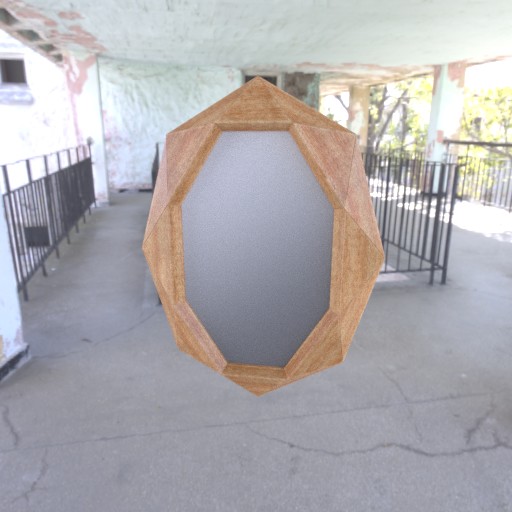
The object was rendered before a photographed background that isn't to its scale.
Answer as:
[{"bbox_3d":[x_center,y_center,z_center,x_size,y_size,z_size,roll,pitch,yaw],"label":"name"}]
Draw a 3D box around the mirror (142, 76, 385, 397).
[{"bbox_3d":[0.000,0.000,1.014,0.577,0.774,0.070,3,16,9],"label":"mirror"}]
